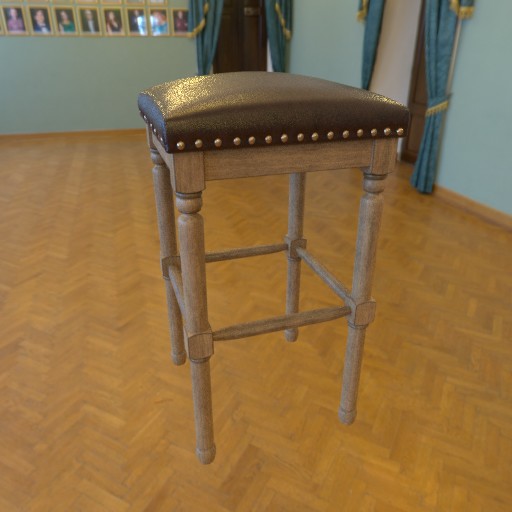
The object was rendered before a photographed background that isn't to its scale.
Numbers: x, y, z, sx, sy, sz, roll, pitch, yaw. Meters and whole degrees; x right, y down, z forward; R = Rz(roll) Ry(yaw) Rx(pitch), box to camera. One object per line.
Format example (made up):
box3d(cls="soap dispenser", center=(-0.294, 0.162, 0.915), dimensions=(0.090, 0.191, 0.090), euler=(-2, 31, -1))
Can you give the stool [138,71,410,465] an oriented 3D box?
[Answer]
box3d(cls="stool", center=(0.000, 0.000, 0.914), dimensions=(0.383, 0.702, 0.382), euler=(-8, 27, -17))
